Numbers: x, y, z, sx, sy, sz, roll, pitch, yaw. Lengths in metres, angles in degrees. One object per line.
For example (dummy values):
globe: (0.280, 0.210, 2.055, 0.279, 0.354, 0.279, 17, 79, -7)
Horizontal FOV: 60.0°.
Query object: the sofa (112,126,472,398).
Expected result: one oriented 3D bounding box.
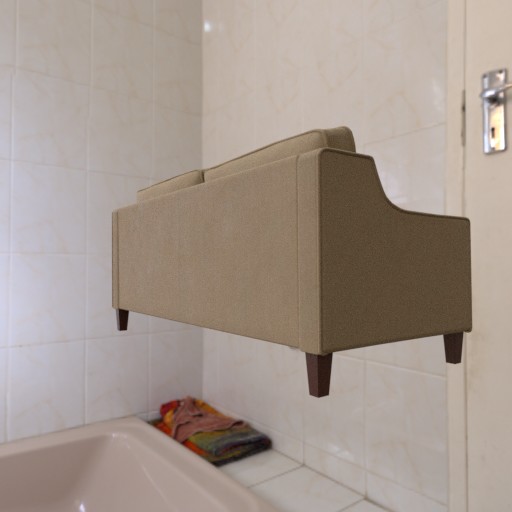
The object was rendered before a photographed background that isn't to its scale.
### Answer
sofa: (0.000, 0.000, 2.737, 1.066, 1.071, 2.178, 1, -2, -37)
